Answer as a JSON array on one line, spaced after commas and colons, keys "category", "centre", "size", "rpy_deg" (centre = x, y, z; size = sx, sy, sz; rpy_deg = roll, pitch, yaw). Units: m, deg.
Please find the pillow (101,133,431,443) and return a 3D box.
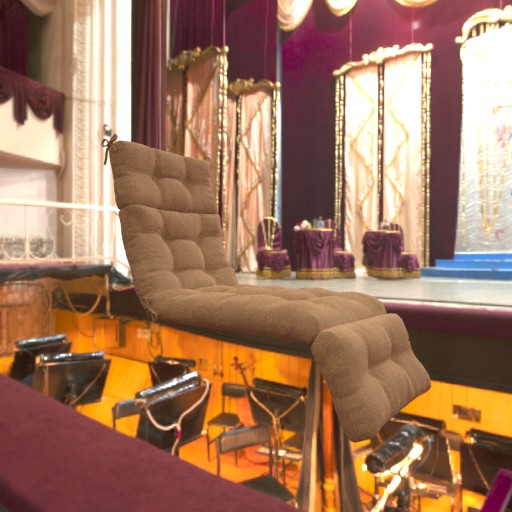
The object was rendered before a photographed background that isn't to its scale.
[{"category": "pillow", "centre": [0.000, 0.000, 1.478], "size": [1.016, 0.863, 0.526], "rpy_deg": [0, 0, 37]}]
